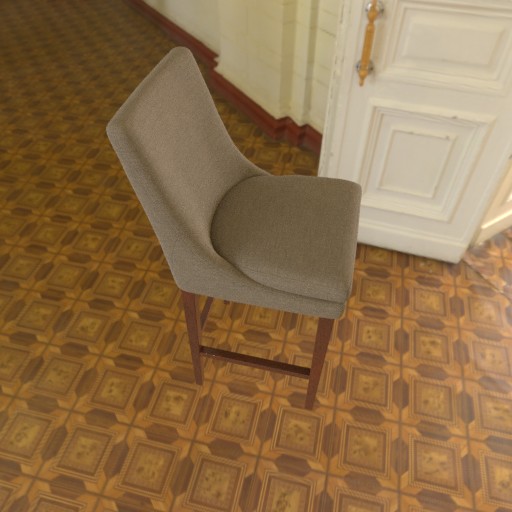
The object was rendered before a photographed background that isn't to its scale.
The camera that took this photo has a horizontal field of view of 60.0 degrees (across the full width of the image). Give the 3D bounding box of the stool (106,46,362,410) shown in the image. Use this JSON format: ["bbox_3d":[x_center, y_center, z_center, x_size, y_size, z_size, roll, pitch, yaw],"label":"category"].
[{"bbox_3d":[0.000,0.000,1.380,0.577,1.078,0.470,10,48,9],"label":"stool"}]
